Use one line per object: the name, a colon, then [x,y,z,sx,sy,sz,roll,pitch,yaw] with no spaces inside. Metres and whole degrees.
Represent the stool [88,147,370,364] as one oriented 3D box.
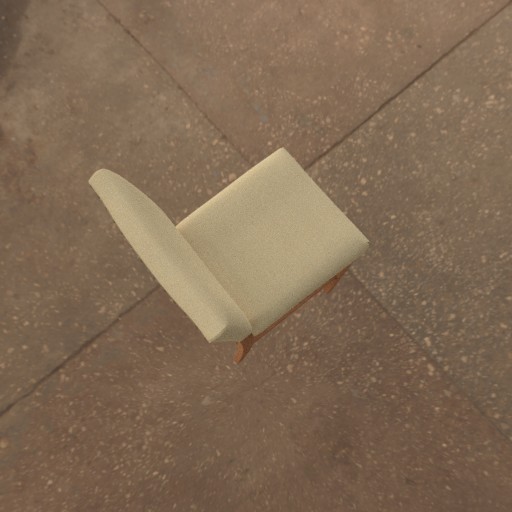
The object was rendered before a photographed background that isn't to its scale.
stool: [0.000,0.000,1.481,0.584,1.168,0.445,-37,77,-10]
